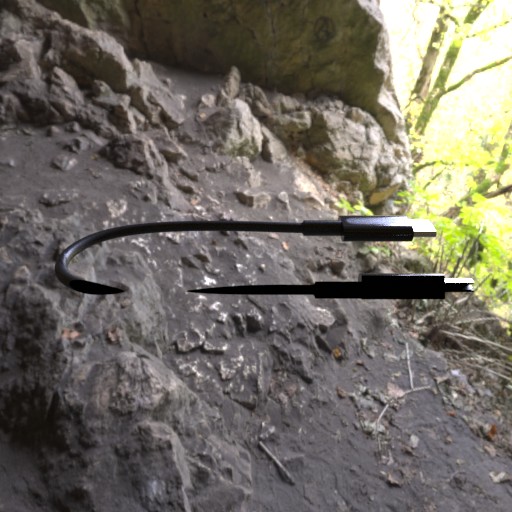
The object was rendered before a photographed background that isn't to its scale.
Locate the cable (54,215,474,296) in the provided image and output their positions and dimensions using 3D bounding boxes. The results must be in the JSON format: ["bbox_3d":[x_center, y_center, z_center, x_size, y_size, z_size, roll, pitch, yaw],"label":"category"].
[{"bbox_3d":[0.000,0.000,0.112,0.098,0.005,0.041,0,31,0],"label":"cable"}]
